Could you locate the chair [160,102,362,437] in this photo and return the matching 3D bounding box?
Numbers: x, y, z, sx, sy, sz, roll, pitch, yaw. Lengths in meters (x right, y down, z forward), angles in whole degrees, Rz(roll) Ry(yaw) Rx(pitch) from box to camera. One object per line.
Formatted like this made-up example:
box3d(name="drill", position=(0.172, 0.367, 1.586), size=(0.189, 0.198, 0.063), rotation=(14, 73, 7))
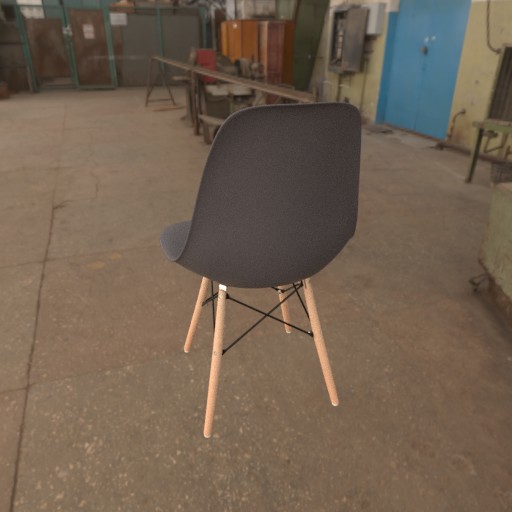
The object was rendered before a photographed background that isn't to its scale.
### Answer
box3d(name="chair", position=(0.000, 0.000, 1.154), size=(0.470, 0.826, 0.533), rotation=(-8, 28, -15))
